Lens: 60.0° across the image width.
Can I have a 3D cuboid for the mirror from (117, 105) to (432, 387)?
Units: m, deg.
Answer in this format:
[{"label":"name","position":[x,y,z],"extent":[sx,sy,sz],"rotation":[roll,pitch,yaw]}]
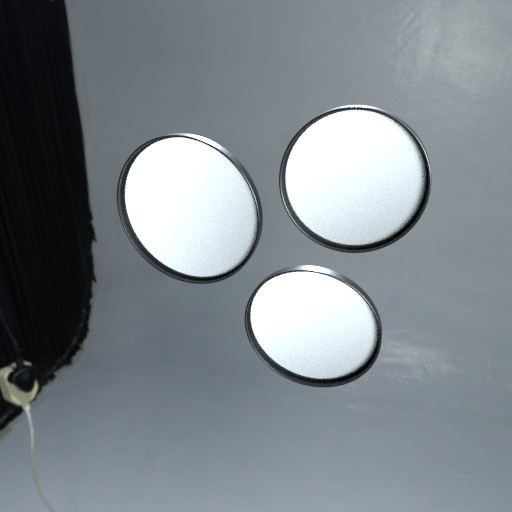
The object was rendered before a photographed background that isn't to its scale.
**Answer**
[{"label":"mirror","position":[0.000,0.000,3.171],"extent":[2.160,2.096,0.076],"rotation":[8,27,16]}]
